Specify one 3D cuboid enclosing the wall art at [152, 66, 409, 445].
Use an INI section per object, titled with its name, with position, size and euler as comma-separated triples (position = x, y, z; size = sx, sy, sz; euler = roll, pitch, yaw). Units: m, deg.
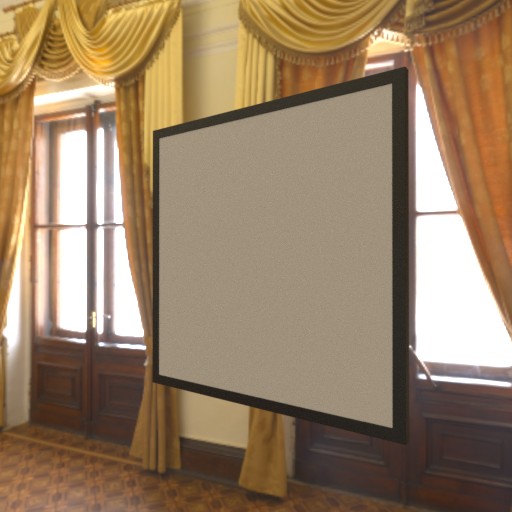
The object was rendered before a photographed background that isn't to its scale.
[wall art]
position = 0.000, 0.000, 1.192
size = 0.807, 0.807, 0.022
euler = 0, 0, 36
